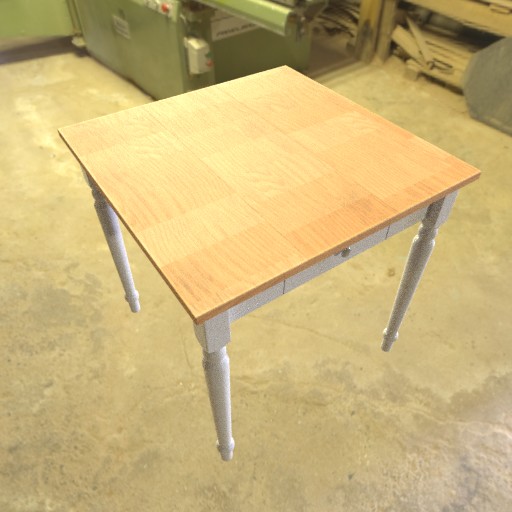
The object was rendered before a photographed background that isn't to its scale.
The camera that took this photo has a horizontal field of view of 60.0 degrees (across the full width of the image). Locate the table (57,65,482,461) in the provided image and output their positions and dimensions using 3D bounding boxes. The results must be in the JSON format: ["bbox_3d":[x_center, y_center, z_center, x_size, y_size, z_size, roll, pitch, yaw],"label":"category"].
[{"bbox_3d":[0.000,0.000,1.345,0.747,0.738,0.747,-26,50,-24],"label":"table"}]
